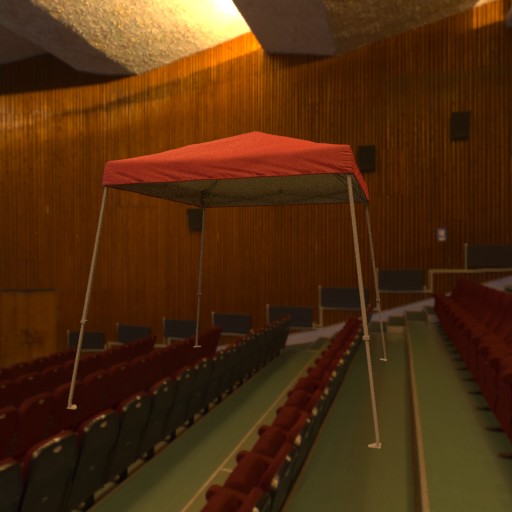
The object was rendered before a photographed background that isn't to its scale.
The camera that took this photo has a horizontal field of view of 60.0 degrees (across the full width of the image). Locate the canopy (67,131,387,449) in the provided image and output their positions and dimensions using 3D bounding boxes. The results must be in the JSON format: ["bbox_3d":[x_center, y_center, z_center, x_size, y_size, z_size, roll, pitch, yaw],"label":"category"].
[{"bbox_3d":[0.000,0.000,6.432,3.599,3.600,3.600,0,1,17],"label":"canopy"}]
